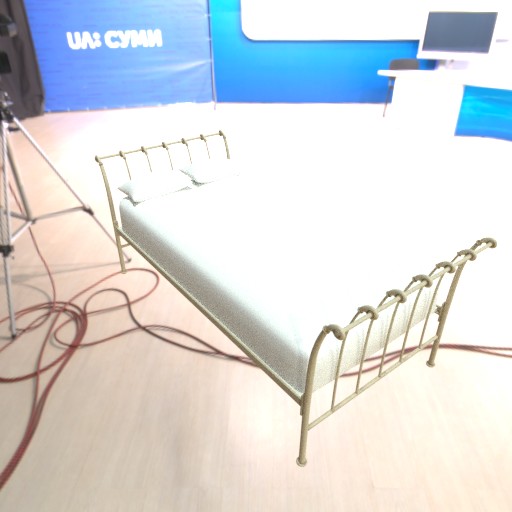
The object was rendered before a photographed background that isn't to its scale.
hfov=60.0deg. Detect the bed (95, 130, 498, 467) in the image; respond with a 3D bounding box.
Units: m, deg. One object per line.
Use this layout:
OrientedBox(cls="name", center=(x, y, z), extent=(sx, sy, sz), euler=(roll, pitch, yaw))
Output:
OrientedBox(cls="bed", center=(0.000, 0.000, 2.674), extent=(1.032, 0.873, 2.228), euler=(-22, 38, -31))
